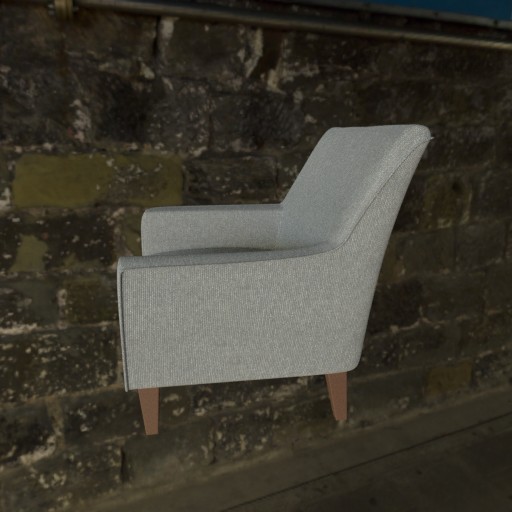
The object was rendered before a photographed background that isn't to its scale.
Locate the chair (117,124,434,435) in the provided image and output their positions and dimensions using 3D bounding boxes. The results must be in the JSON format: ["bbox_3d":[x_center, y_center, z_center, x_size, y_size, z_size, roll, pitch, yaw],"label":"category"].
[{"bbox_3d":[0.000,0.000,1.631,0.899,0.919,0.780,-2,16,-8],"label":"chair"}]
